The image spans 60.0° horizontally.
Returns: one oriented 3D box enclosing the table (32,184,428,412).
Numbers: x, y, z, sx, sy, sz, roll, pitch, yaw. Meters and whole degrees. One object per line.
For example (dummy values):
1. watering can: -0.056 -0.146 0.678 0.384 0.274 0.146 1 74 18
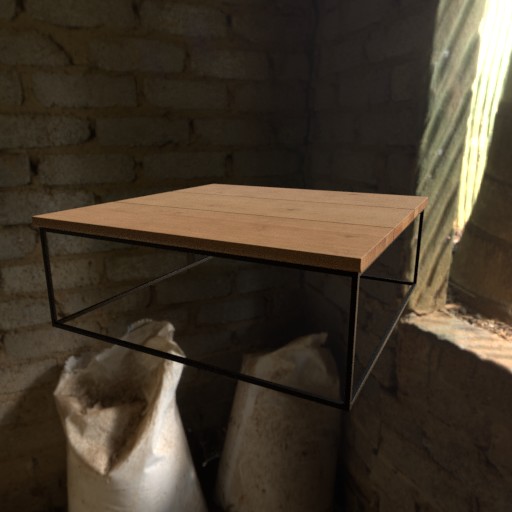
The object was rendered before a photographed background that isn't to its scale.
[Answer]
1. table: 0.000 0.000 1.743 1.100 0.400 1.100 8 17 27
